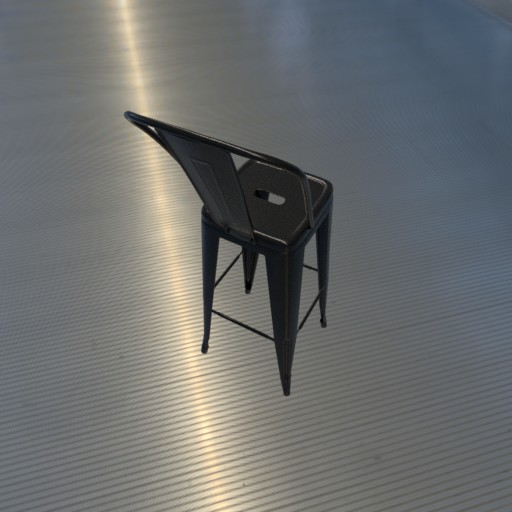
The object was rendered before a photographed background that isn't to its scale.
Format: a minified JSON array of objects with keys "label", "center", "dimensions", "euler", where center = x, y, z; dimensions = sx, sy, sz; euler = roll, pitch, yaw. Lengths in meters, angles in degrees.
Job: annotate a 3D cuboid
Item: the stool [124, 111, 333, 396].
[{"label":"stool","center":[0.000,0.000,1.311],"dimensions":[0.399,1.096,0.513],"euler":[22,51,20]}]
